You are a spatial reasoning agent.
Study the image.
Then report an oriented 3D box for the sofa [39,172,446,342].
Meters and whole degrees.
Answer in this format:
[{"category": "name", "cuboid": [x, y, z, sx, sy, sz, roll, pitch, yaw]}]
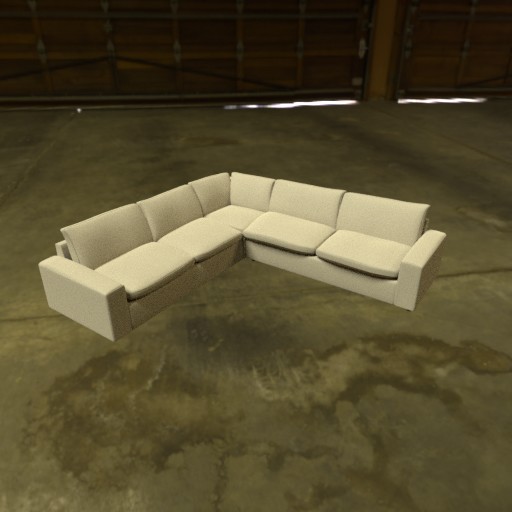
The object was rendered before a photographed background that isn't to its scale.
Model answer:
[{"category": "sofa", "cuboid": [0.000, 0.000, 4.805, 3.206, 0.918, 3.066, 17, 32, 30]}]
